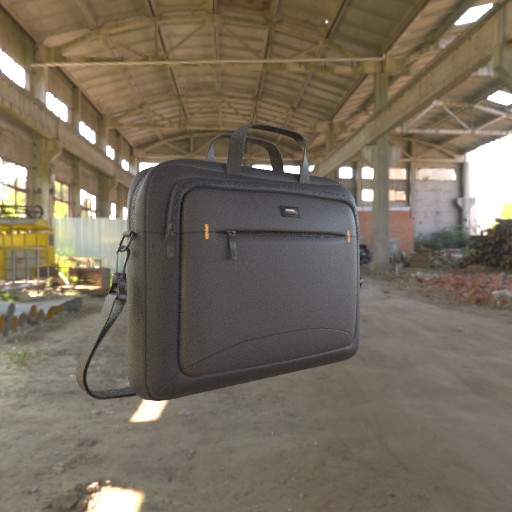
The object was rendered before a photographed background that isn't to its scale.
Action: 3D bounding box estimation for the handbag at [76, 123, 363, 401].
[{"bbox_3d":[0.000,0.000,0.584,0.429,0.330,0.126,-1,1,-37],"label":"handbag"}]
